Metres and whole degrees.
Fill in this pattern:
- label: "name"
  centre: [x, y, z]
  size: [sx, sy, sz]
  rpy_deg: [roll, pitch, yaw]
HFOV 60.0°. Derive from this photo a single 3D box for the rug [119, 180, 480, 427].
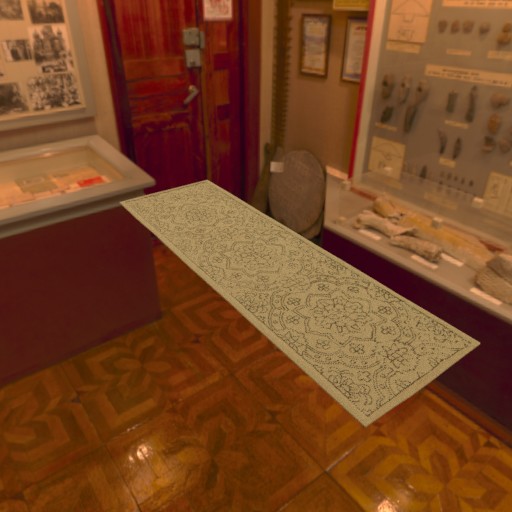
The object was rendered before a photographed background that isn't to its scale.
- label: "rug"
  centre: [0.000, 0.000, 2.668]
  size: [0.769, 0.012, 2.448]
  rpy_deg: [-21, 37, -30]
